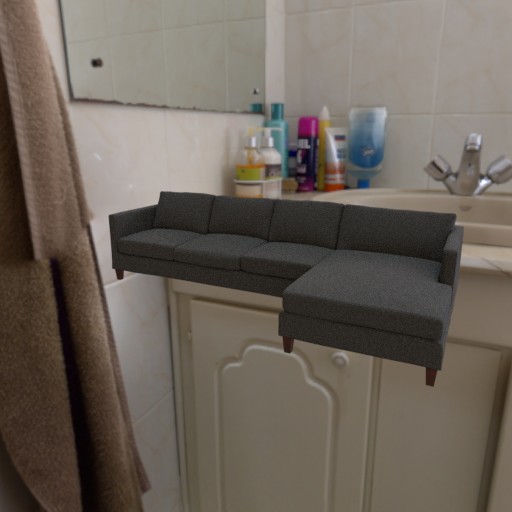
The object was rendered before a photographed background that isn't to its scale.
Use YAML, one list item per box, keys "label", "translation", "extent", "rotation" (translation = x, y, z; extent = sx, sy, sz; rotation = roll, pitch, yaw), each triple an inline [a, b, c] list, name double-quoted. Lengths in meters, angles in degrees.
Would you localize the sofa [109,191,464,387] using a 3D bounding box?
- label: "sofa"
  translation: [0.000, 0.000, 3.843]
  extent: [3.186, 0.846, 1.625]
  rotation: [8, 17, 26]
